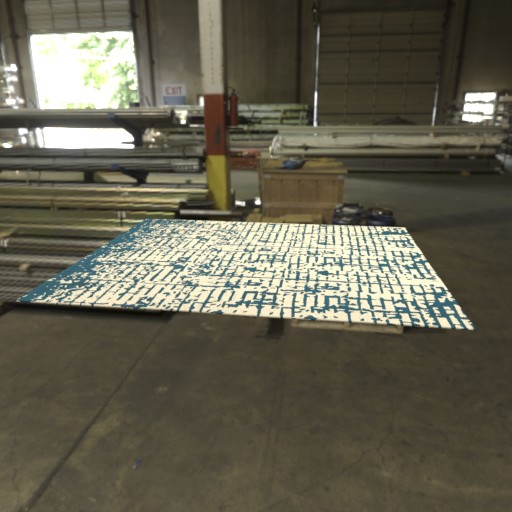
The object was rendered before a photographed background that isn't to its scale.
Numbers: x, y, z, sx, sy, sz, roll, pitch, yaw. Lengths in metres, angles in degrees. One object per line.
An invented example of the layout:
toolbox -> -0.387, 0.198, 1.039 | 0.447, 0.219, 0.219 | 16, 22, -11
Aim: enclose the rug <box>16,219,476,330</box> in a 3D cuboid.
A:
rug -> 0.000, 0.000, 3.997 | 3.017, 0.014, 2.416 | 3, 19, 8
